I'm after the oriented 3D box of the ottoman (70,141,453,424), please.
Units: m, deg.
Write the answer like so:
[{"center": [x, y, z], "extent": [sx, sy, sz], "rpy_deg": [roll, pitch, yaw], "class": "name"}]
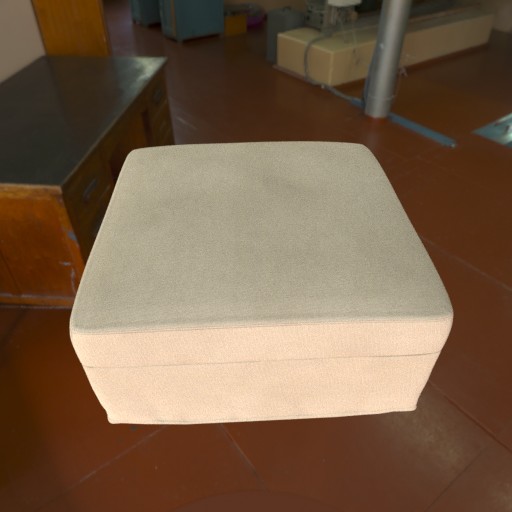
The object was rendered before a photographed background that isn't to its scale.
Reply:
[{"center": [0.000, 0.000, 1.336], "extent": [0.843, 0.441, 0.842], "rpy_deg": [-2, 40, -2], "class": "ottoman"}]
